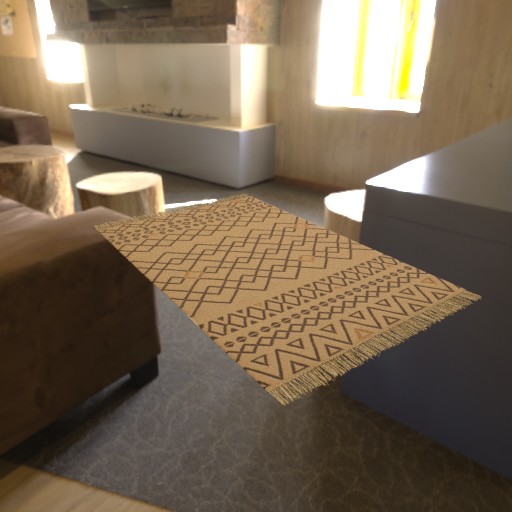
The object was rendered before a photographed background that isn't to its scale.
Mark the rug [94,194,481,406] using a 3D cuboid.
[{"bbox_3d":[0.000,0.000,2.531,1.224,0.028,2.023,-17,30,-32],"label":"rug"}]
